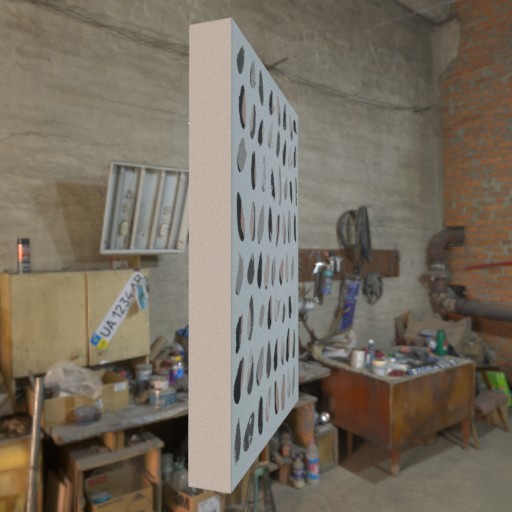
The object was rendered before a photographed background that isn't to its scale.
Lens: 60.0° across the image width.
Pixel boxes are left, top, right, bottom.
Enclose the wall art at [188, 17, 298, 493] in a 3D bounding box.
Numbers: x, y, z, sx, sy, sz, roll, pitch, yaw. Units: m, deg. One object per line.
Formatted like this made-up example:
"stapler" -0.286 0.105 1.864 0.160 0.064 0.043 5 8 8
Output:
"wall art" 0.000 0.000 0.481 0.039 0.381 0.252 0 -1 18
